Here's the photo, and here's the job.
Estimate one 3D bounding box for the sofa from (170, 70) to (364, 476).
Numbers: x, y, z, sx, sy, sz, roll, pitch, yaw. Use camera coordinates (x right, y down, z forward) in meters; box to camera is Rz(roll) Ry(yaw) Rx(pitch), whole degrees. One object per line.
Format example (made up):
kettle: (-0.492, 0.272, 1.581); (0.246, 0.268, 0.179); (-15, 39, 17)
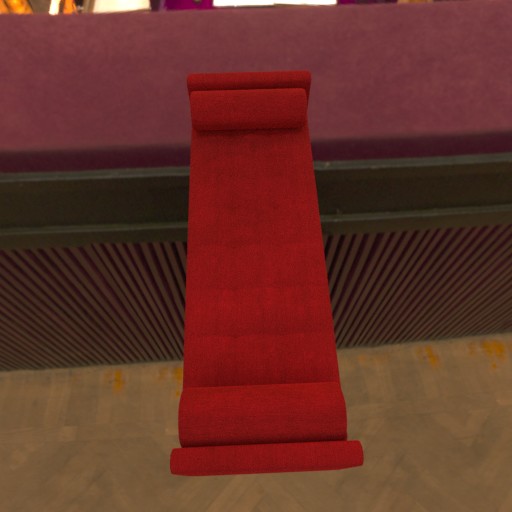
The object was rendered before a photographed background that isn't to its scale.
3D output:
sofa: (0.000, 0.000, 2.253); (0.686, 0.635, 1.981); (-2, 63, -1)
